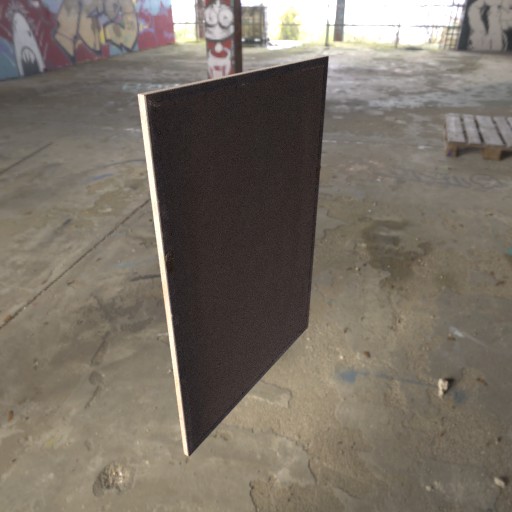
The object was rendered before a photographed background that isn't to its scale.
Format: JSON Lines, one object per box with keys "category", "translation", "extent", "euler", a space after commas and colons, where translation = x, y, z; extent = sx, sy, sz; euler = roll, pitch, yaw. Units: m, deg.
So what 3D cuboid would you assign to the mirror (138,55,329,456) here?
{"category": "mirror", "translation": [0.000, 0.000, 1.277], "extent": [0.025, 0.996, 0.705], "euler": [19, 36, 29]}
